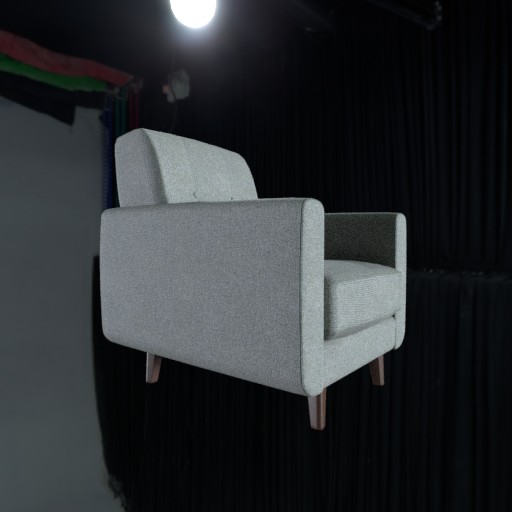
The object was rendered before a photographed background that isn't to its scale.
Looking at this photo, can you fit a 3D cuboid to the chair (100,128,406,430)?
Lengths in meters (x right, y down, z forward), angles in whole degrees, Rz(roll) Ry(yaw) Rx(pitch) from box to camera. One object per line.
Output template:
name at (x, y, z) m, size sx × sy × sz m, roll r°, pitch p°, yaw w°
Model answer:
chair at (0.000, 0.000, 1.702) m, size 0.942 × 0.968 × 0.845 m, roll 1°, pitch 2°, yaw 36°
